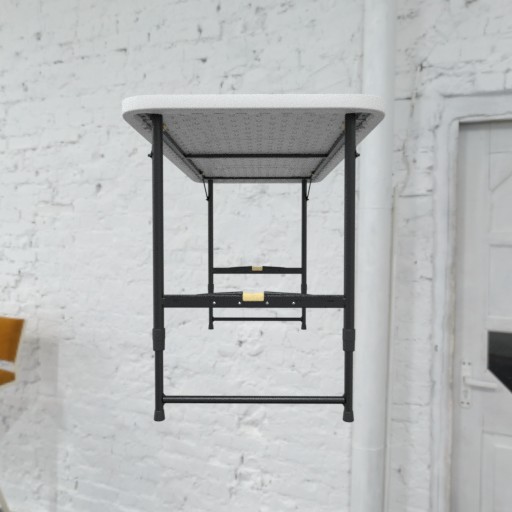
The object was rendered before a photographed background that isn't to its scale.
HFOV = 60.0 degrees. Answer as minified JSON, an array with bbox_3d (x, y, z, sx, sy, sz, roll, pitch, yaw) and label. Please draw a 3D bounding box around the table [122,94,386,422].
[{"bbox_3d":[0.000,0.000,1.570,0.610,0.737,1.219,0,2,1],"label":"table"}]
